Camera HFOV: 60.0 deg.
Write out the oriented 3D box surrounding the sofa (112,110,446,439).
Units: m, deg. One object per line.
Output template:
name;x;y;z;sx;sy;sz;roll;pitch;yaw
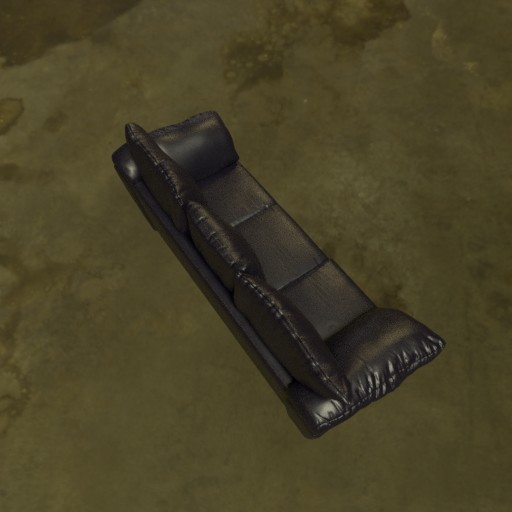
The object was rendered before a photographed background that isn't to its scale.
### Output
sofa;0.000;0.000;2.916;0.880;1.073;2.336;-32;64;-17
